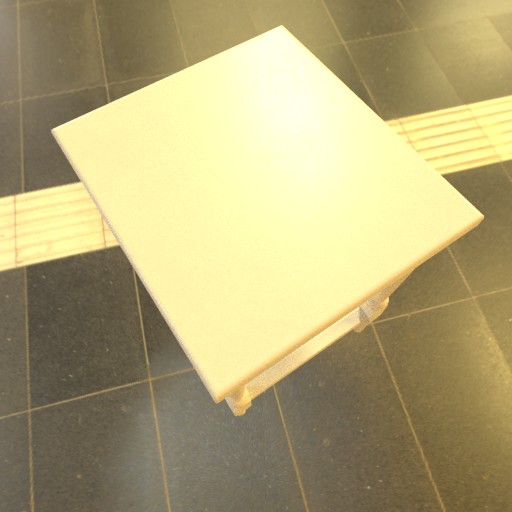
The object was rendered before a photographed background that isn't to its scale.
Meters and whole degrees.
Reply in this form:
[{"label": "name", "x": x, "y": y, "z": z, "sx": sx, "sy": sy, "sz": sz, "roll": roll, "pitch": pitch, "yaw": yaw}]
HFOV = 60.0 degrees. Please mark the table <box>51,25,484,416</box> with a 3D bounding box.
[{"label": "table", "x": 0.000, "y": 0.000, "z": 0.903, "sx": 0.442, "sy": 0.565, "sz": 0.488, "roll": -31, "pitch": 67, "yaw": -14}]
